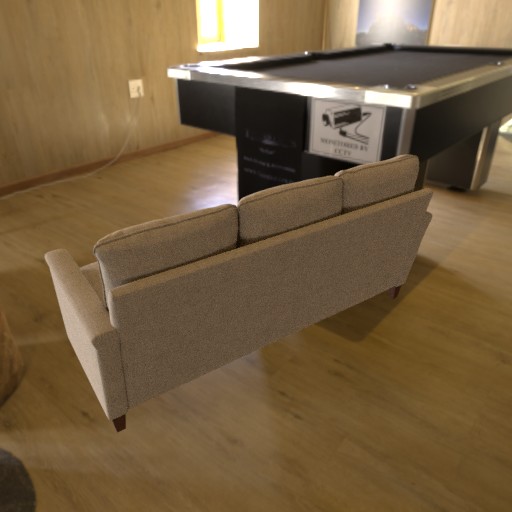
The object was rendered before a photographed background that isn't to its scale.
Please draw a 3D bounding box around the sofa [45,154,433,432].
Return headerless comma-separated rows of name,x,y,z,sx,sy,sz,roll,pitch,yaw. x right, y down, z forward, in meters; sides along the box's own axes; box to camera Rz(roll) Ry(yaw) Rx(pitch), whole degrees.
sofa,0.000,0.000,2.371,1.925,0.959,0.828,-19,34,-29
